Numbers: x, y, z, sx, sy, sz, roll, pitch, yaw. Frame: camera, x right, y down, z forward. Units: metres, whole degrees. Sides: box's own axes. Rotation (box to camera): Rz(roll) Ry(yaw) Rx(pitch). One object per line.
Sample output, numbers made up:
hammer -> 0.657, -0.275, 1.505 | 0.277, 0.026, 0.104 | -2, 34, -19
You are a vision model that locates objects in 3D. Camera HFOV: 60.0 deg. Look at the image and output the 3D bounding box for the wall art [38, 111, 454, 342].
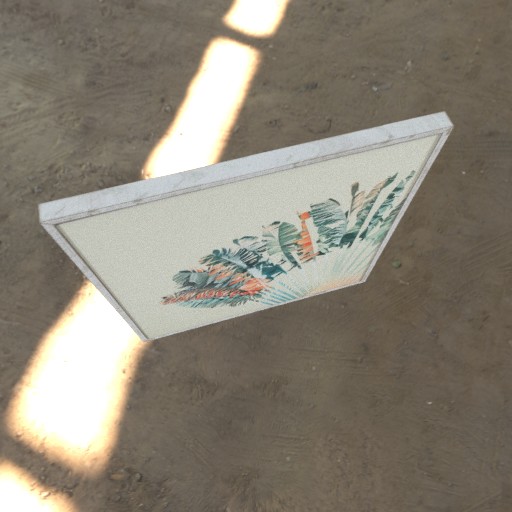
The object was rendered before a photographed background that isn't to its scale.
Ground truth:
wall art -> 0.000, 0.000, 1.131 | 0.760, 0.757, 0.038 | -14, 65, -7
